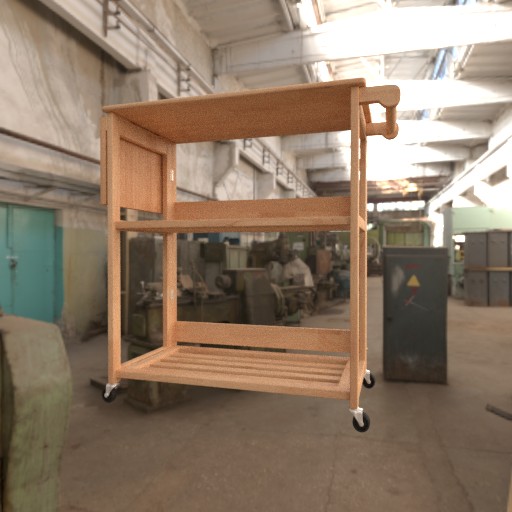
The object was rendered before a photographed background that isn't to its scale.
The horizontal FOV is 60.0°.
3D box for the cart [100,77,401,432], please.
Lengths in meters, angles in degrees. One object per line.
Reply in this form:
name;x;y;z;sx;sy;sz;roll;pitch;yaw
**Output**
cart;0.000;0.000;1.387;0.853;0.879;0.432;0;1;17
